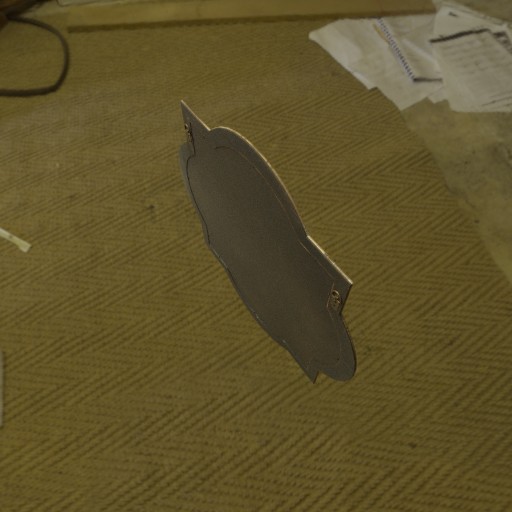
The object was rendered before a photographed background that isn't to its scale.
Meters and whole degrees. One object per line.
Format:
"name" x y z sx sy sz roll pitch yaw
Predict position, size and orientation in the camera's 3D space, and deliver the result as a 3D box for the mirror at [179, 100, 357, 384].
"mirror" 0.000 0.000 1.062 0.019 0.686 0.686 -31 63 -18
